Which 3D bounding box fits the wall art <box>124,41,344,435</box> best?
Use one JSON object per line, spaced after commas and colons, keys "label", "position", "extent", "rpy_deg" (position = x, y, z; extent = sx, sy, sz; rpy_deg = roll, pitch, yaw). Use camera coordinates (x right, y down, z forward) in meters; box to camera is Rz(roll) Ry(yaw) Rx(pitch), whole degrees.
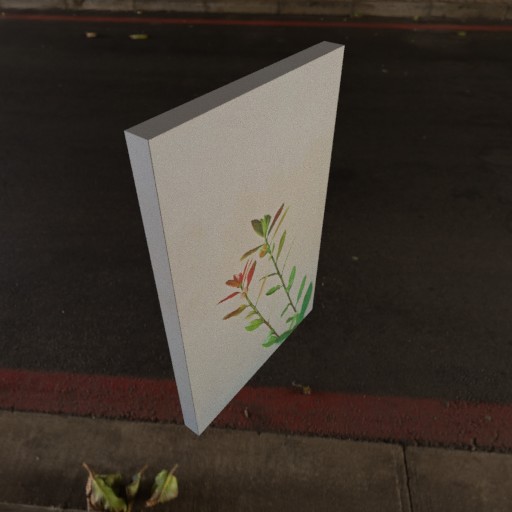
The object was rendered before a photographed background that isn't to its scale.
{"label": "wall art", "position": [0.000, 0.000, 0.779], "extent": [0.038, 0.611, 0.408], "rpy_deg": [27, 48, 27]}
